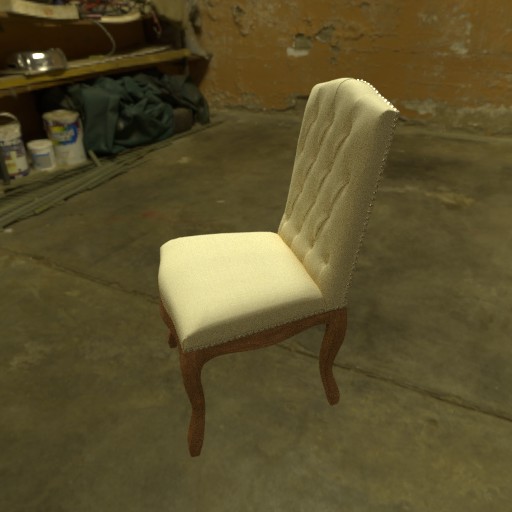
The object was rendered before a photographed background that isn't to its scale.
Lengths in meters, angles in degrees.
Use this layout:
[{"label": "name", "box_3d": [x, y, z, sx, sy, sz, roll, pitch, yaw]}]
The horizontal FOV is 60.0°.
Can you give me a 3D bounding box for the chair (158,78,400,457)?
[{"label": "chair", "box_3d": [0.000, 0.000, 1.584, 0.715, 1.165, 0.623, -8, 31, -15]}]
